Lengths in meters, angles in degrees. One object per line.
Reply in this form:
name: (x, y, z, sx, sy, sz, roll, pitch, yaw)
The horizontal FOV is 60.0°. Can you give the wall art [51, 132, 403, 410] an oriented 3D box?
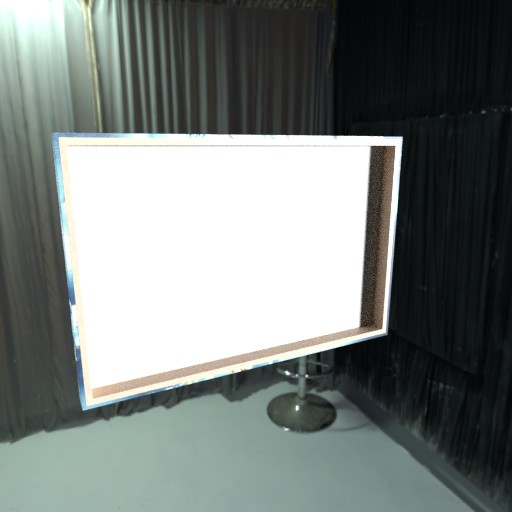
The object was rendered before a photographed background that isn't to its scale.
wall art: (0.000, 0.000, 0.771, 0.607, 0.405, 0.036, -7, 16, -26)
